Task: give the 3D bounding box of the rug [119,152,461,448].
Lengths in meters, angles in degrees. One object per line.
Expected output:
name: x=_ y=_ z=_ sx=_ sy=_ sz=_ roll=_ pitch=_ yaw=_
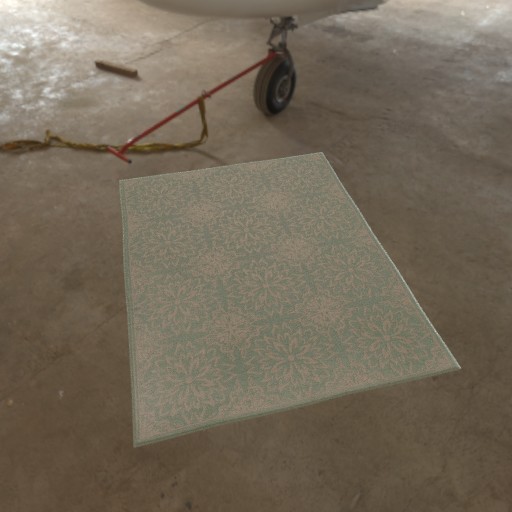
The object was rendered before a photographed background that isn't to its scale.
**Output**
rug: x=0.000 y=0.000 z=4.062 sx=2.363 sy=0.012 sz=2.980 roll=-10 pitch=46 yaw=-10
